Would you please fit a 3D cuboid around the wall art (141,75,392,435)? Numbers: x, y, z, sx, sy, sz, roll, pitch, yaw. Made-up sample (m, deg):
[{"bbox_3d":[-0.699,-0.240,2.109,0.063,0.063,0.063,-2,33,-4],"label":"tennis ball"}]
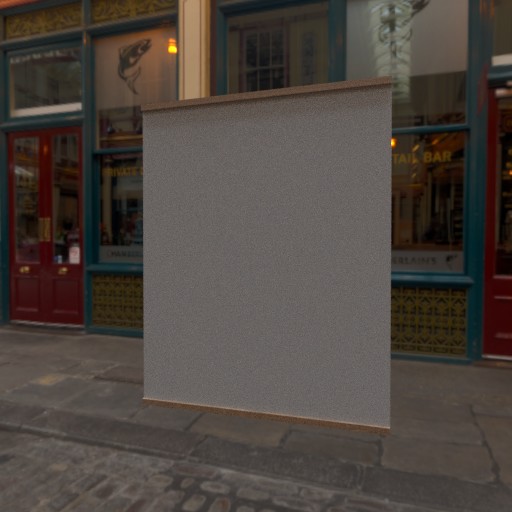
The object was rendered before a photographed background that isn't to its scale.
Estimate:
[{"bbox_3d":[0.000,0.000,0.695,0.405,0.508,0.012,0,1,18],"label":"wall art"}]
